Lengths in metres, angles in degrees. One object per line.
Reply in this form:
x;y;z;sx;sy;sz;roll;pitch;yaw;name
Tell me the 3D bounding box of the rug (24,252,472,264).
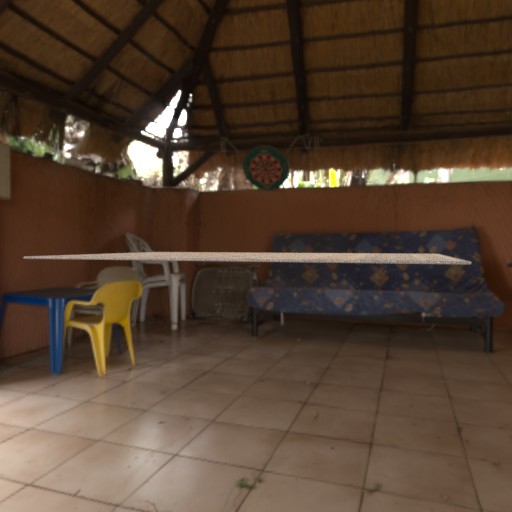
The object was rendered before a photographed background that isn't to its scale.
0.000;0.000;3.004;2.438;0.015;1.524;0;2;18;rug
